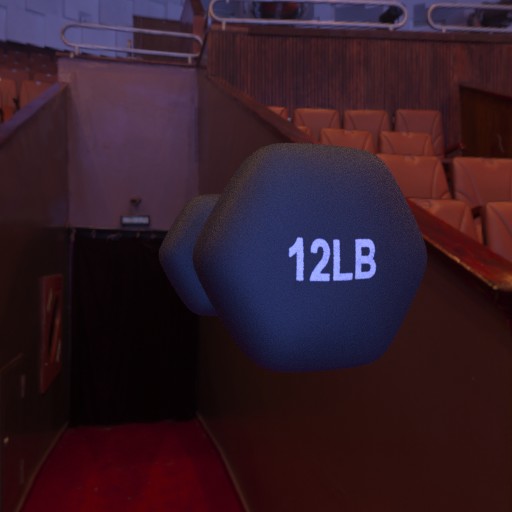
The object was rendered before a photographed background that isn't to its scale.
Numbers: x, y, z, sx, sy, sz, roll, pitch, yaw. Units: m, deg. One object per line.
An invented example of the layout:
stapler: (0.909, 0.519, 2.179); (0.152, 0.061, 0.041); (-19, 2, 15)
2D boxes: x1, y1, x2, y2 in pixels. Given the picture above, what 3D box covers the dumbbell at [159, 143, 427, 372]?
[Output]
dumbbell: (0.000, 0.000, 0.292); (0.112, 0.101, 0.231); (0, 1, -16)
